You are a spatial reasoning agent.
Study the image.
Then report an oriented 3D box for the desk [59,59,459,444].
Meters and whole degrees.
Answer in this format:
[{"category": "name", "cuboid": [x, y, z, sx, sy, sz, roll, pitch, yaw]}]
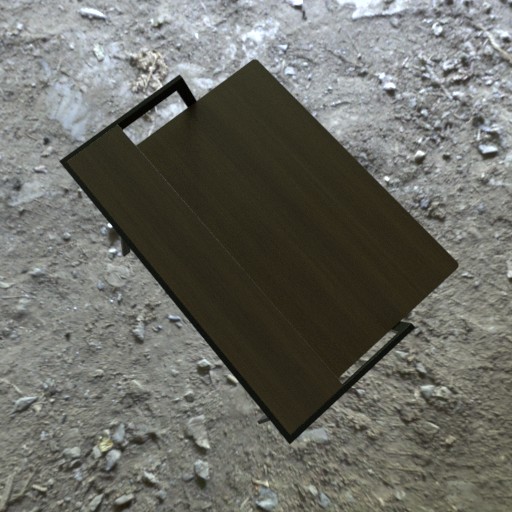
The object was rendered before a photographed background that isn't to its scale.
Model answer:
[{"category": "desk", "cuboid": [0.000, 0.000, 1.893, 0.936, 0.998, 1.143, -40, 79, -9]}]
